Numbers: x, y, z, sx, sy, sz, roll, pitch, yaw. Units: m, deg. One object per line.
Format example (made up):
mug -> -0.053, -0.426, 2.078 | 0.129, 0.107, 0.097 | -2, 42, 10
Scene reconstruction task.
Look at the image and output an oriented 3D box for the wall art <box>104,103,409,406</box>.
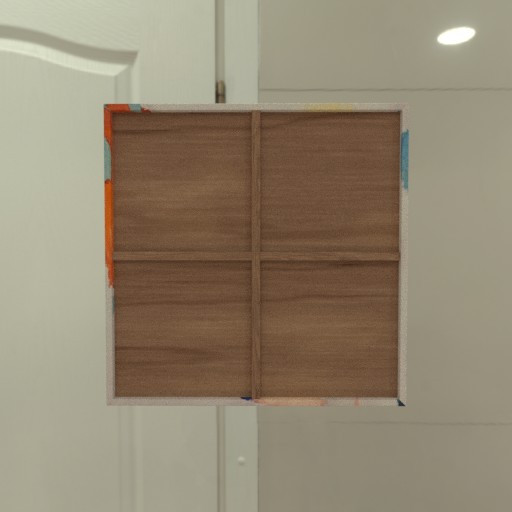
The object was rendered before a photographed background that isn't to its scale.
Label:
wall art -> 0.000, 0.000, 1.209 | 0.814, 0.814, 0.037 | 0, 2, 0
